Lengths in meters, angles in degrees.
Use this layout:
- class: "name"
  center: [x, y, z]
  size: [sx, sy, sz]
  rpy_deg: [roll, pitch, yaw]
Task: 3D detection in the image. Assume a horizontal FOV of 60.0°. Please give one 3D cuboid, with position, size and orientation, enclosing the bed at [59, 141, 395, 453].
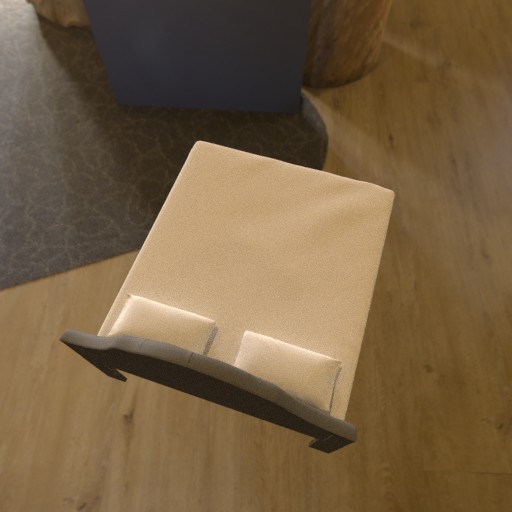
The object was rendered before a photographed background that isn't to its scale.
- class: "bed"
  center: [0.000, 0.000, 3.434]
  size: [2.008, 1.615, 2.214]
  rpy_deg: [16, 64, 8]
